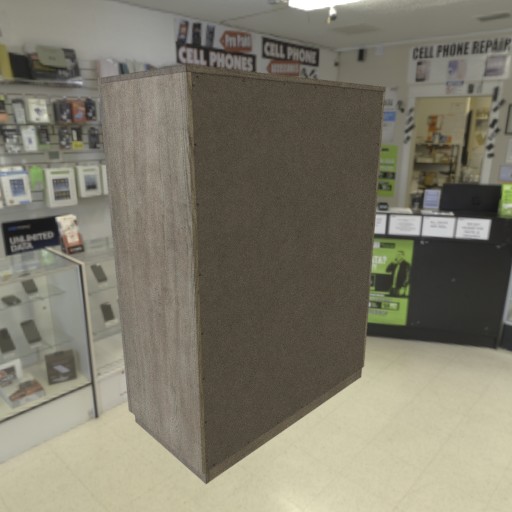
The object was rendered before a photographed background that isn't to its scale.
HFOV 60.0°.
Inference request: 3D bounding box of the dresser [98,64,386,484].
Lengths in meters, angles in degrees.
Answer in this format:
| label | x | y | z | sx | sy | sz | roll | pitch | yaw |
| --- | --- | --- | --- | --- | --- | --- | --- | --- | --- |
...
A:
| label | x | y | z | sx | sy | sz | roll | pitch | yaw |
| --- | --- | --- | --- | --- | --- | --- | --- | --- | --- |
| dresser | 0.000 | 0.000 | 1.775 | 0.967 | 1.295 | 0.483 | -16 | 22 | -42 |
